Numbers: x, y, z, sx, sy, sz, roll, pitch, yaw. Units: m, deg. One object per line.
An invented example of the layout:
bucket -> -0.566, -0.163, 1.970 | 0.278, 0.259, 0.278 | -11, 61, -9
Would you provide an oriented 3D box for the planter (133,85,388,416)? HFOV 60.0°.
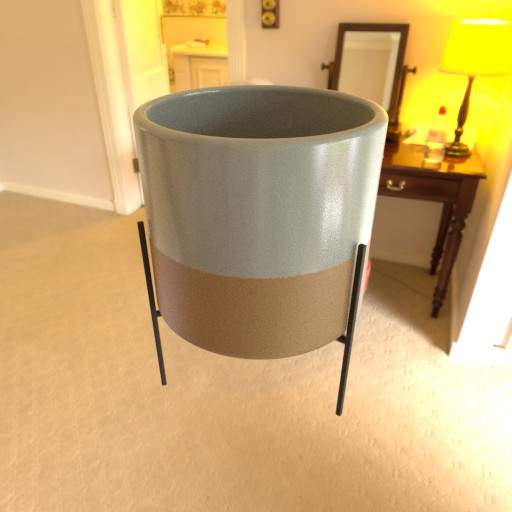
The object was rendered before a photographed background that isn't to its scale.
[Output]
planter -> 0.000, 0.000, 0.732 | 0.360, 0.480, 0.348 | -9, 32, -15
